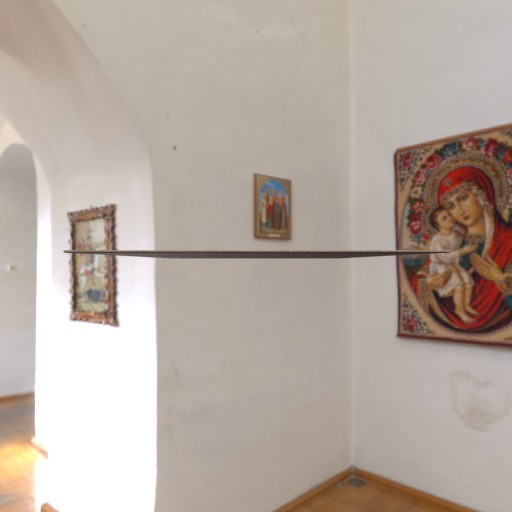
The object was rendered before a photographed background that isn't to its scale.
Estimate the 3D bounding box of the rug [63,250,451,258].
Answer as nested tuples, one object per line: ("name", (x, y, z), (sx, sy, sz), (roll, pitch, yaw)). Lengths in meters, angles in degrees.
("rug", (0.000, 0.000, 2.307), (1.219, 0.008, 1.829), (0, -1, 0))
